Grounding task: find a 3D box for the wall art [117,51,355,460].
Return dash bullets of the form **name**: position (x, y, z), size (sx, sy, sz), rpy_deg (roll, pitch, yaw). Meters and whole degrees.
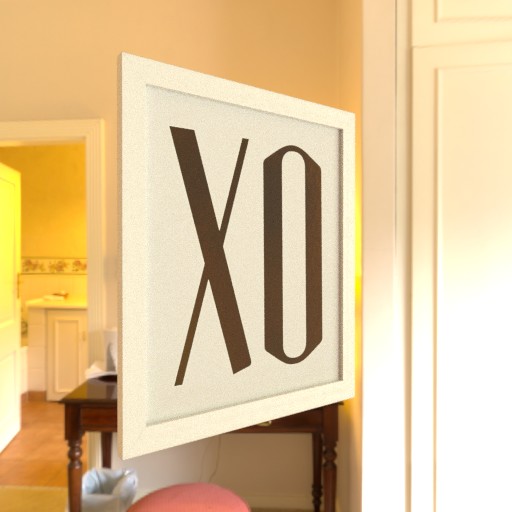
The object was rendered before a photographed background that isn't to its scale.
- **wall art**: position (0.000, 0.000, 0.717), size (0.444, 0.536, 0.020), rpy_deg (0, 0, -35)
